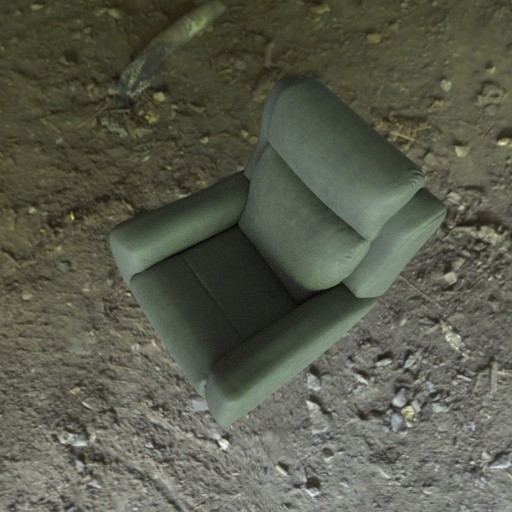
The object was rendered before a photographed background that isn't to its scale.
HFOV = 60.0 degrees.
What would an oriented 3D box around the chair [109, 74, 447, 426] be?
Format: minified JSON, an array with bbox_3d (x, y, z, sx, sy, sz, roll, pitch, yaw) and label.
[{"bbox_3d":[0.000,0.000,1.960,1.068,1.116,0.967,-33,67,-16],"label":"chair"}]
